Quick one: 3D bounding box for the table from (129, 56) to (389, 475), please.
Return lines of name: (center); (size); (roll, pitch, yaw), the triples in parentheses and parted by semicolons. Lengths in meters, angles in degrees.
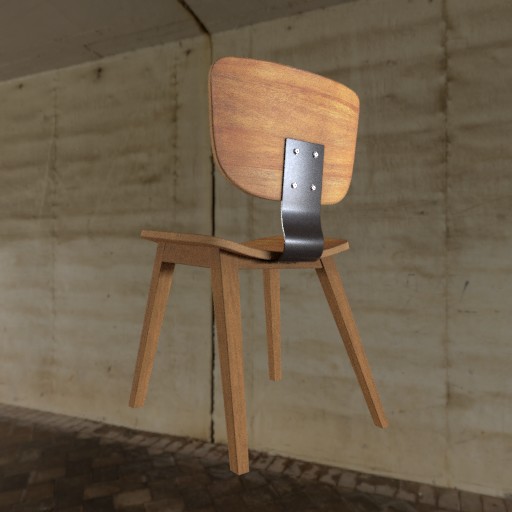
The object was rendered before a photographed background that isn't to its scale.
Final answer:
table: (0.000, 0.000, 1.137); (0.499, 0.805, 0.500); (0, -1, -34)
